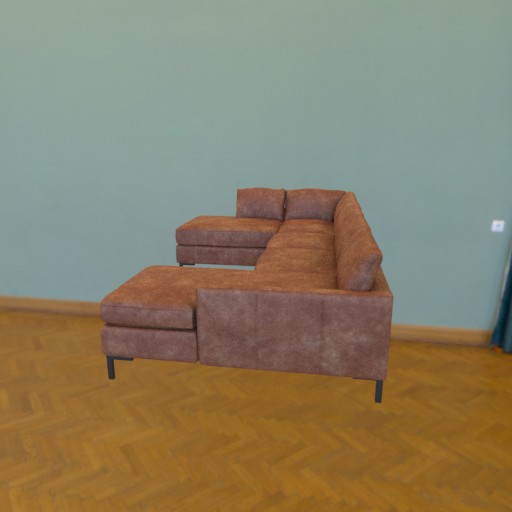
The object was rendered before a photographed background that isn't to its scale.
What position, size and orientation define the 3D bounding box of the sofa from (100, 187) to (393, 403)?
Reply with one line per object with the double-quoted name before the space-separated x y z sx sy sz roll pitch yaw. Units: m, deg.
"sofa" 0.000 0.000 3.918 1.939 0.900 2.956 2 15 9
